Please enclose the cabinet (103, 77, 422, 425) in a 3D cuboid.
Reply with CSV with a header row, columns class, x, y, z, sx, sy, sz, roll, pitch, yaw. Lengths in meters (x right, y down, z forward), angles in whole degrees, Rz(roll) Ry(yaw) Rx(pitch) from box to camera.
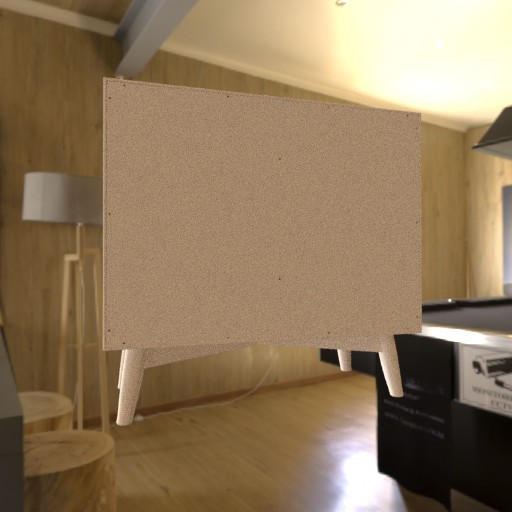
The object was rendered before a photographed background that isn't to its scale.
class,x,y,z,sx,sy,sz,roll,pitch,yaw
cabinet,0.000,0.000,1.251,0.800,0.761,0.398,0,0,-17
